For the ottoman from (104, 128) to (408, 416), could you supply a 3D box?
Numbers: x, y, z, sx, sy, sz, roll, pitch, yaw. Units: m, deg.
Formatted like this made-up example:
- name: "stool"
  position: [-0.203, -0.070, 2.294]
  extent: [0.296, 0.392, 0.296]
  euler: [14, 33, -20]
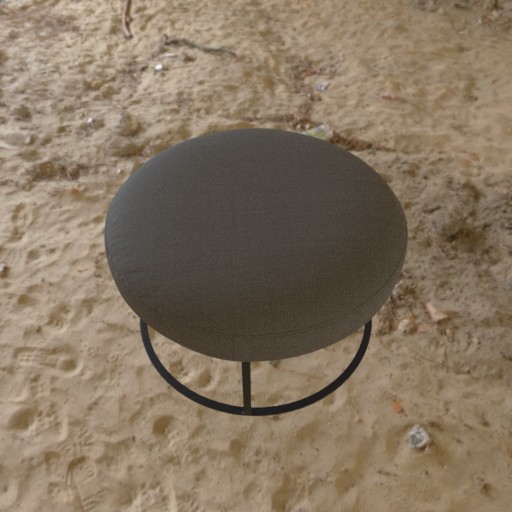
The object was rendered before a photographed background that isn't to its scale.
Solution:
- name: "ottoman"
  position: [0.000, 0.000, 1.256]
  extent: [0.772, 0.460, 0.772]
  euler: [0, 46, 0]
